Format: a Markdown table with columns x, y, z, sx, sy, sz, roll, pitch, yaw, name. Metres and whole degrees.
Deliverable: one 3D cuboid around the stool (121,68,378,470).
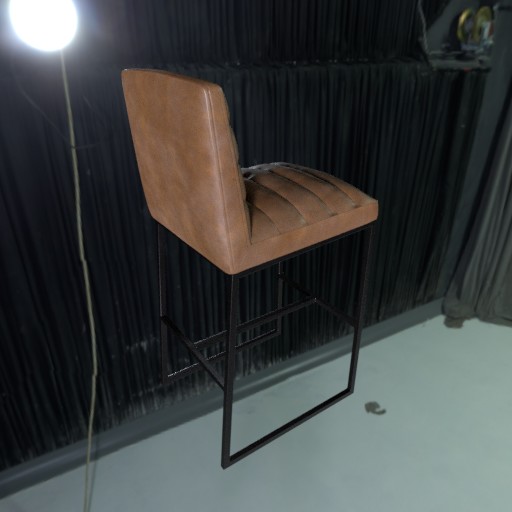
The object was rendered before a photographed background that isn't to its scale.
| x | y | z | sx | sy | sz | roll | pitch | yaw | name |
| --- | --- | --- | --- | --- | --- | --- | --- | --- | --- |
| 0.000 | 0.000 | 1.349 | 0.562 | 1.065 | 0.463 | -18 | 32 | -31 | stool |
